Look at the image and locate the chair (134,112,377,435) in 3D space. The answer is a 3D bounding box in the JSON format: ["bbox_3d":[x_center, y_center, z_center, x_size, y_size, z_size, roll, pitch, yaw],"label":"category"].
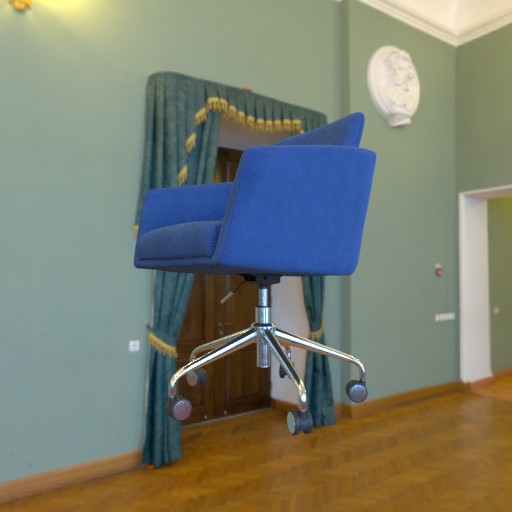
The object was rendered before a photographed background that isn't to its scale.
[{"bbox_3d":[0.000,0.000,1.388,0.635,0.908,0.641,1,-2,-35],"label":"chair"}]
